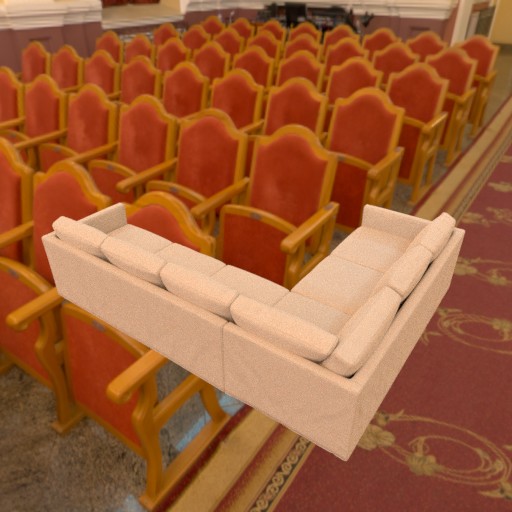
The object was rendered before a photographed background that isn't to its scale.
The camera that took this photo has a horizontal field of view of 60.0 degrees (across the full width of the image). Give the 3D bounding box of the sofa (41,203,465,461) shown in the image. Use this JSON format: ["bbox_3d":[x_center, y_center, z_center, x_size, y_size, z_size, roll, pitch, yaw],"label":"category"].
[{"bbox_3d":[0.000,0.000,4.289,3.182,0.871,2.432,21,38,29],"label":"sofa"}]
